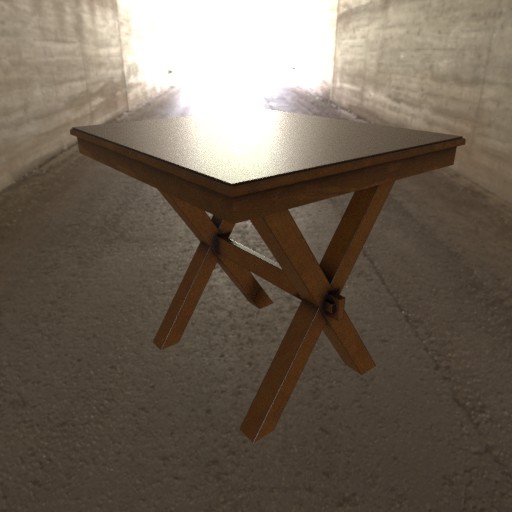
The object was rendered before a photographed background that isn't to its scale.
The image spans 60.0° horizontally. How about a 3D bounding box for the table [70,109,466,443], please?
[{"bbox_3d":[0.000,0.000,1.027,0.560,0.562,0.602,-18,30,-35],"label":"table"}]
